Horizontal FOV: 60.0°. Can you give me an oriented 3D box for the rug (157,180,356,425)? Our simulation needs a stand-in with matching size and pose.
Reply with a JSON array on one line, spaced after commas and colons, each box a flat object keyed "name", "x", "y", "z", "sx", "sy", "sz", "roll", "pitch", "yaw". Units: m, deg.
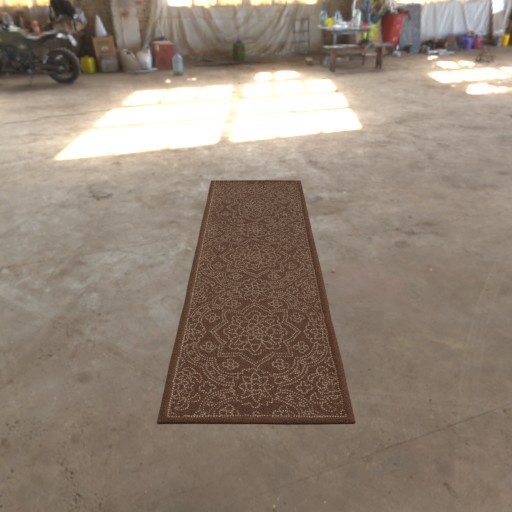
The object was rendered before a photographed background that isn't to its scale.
[{"name": "rug", "x": 0.000, "y": 0.000, "z": 2.739, "sx": 0.769, "sy": 0.012, "sz": 2.448, "roll": 0, "pitch": 32, "yaw": 0}]
